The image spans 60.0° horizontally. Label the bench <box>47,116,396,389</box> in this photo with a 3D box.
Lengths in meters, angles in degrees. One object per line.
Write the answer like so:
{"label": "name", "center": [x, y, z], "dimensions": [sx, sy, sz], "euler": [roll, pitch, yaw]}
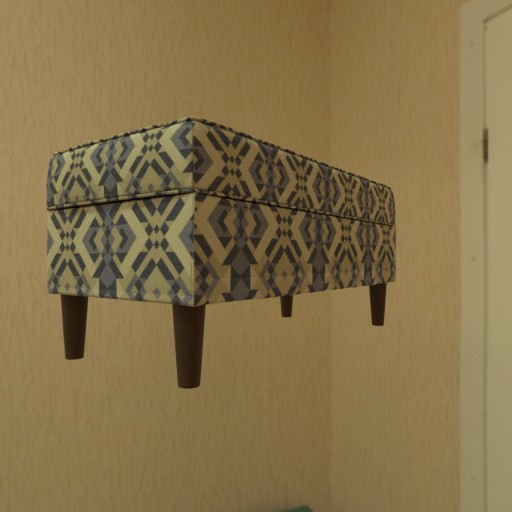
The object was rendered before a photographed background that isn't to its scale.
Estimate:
{"label": "bench", "center": [0.000, 0.000, 1.285], "dimensions": [0.492, 0.477, 1.016], "euler": [0, 0, 37]}
